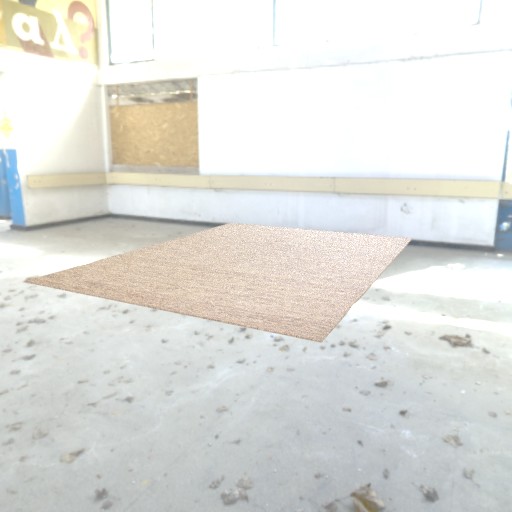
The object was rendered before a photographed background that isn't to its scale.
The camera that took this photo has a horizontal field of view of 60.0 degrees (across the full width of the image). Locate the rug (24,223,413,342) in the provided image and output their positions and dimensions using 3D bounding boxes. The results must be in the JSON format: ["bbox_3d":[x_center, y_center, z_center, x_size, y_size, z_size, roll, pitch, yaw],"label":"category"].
[{"bbox_3d":[0.000,0.000,4.318,2.448,0.013,3.205,7,15,26],"label":"rug"}]
